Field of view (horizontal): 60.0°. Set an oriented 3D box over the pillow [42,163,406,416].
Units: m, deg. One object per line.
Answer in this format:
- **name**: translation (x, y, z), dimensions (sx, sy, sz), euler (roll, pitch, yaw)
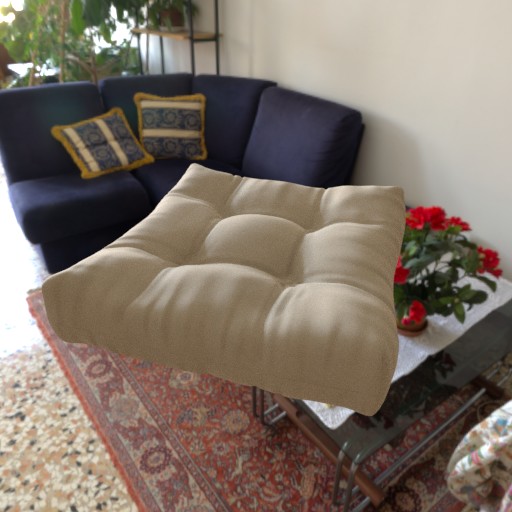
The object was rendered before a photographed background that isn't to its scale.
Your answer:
- **pillow**: translation (0.000, 0.000, 0.736), dimensions (0.468, 0.128, 0.490), euler (9, 33, 15)
